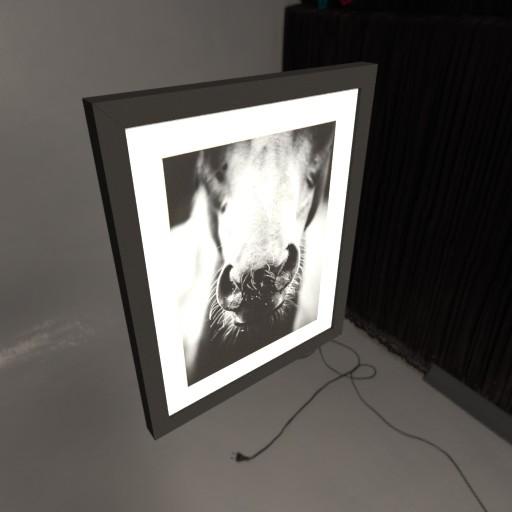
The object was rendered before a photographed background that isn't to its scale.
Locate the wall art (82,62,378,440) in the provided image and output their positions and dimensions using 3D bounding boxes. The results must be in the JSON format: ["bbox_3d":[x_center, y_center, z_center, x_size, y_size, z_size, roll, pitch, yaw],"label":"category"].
[{"bbox_3d":[0.000,0.000,0.535,0.329,0.404,0.024,-21,37,-31],"label":"wall art"}]
